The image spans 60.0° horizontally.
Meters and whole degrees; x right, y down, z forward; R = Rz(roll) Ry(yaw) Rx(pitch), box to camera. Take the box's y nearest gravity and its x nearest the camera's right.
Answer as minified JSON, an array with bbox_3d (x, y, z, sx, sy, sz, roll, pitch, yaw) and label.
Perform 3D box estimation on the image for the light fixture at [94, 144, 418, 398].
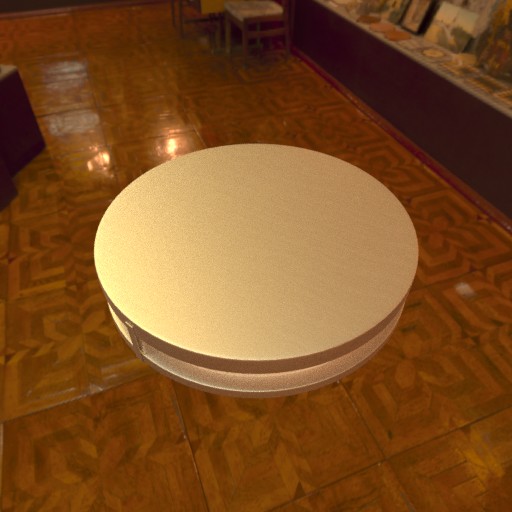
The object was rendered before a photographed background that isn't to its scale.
[{"bbox_3d":[0.000,0.000,0.534,0.356,0.102,0.356,0,44,0],"label":"light fixture"}]
